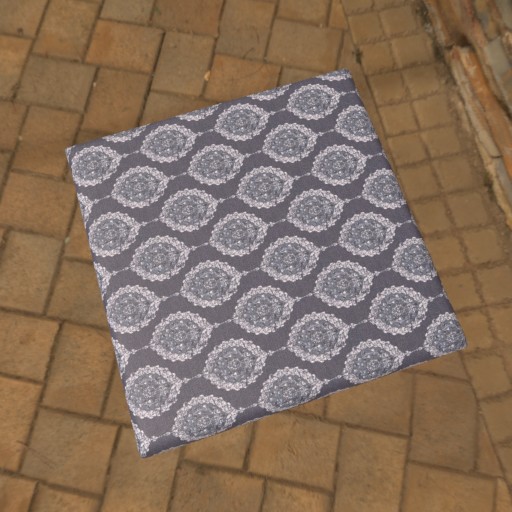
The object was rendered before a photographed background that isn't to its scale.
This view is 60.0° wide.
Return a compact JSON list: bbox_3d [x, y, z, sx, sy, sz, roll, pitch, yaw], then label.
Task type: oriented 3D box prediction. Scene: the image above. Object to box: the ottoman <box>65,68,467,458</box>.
[{"bbox_3d":[0.000,0.000,1.368,0.890,0.409,0.889,-17,76,-4],"label":"ottoman"}]
